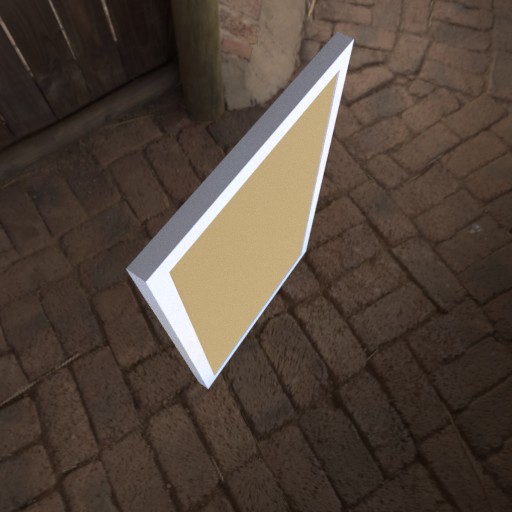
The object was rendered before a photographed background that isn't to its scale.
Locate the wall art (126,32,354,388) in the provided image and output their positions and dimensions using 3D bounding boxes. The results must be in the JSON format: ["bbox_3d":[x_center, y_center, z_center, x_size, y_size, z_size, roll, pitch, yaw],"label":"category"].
[{"bbox_3d":[0.000,0.000,1.158,0.039,0.915,0.612,32,68,14],"label":"wall art"}]
